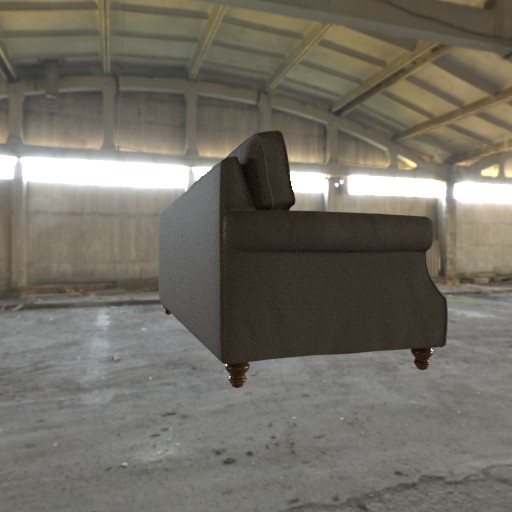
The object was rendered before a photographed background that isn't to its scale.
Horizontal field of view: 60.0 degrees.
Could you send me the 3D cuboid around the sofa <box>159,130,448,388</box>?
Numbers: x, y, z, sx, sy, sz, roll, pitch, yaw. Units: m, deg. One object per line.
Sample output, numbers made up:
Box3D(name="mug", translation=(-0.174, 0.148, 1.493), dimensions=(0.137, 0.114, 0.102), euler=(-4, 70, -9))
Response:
Box3D(name="sofa", translation=(0.000, 0.000, 2.705), dimensions=(0.966, 0.948, 2.353), euler=(0, 0, -18))
